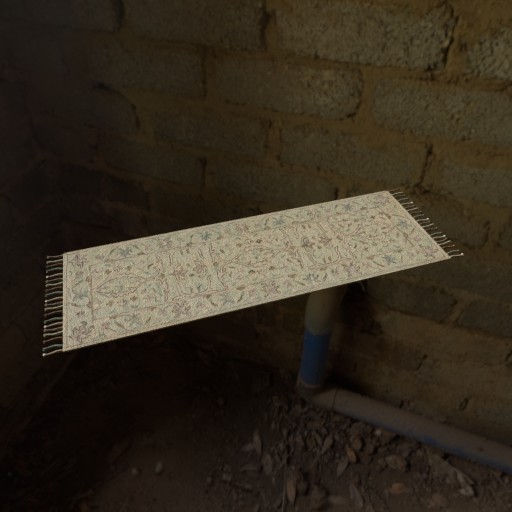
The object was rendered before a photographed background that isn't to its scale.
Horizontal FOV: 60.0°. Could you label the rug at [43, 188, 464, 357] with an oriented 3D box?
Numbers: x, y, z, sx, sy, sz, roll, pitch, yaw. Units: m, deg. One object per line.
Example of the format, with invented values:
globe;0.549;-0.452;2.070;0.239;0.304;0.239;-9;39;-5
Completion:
rug;0.000;0.000;2.712;2.440;0.013;0.769;-12;44;-13
